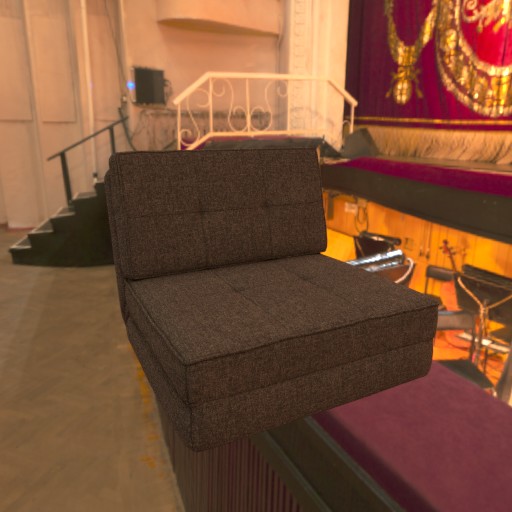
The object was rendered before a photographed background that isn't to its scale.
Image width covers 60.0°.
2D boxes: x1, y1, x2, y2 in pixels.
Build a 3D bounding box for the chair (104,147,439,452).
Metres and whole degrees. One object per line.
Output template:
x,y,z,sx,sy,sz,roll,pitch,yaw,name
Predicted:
0.000,0.000,1.341,0.740,0.615,0.800,-8,18,-26,chair
